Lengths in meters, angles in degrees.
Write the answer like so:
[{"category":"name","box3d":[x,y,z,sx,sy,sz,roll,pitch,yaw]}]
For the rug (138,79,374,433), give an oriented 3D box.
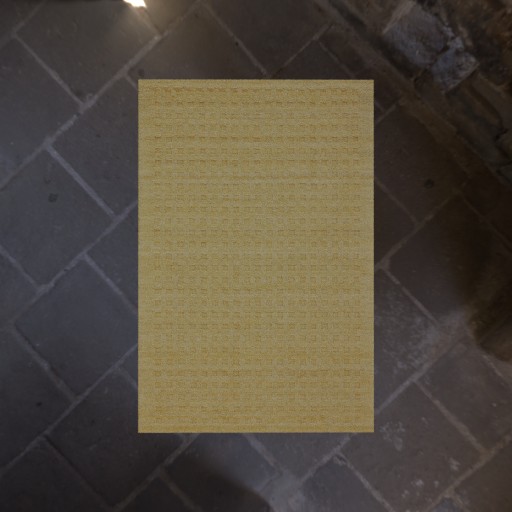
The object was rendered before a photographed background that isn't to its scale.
[{"category":"rug","box3d":[0.000,0.000,2.874,1.524,0.006,2.286,0,90,0]}]
